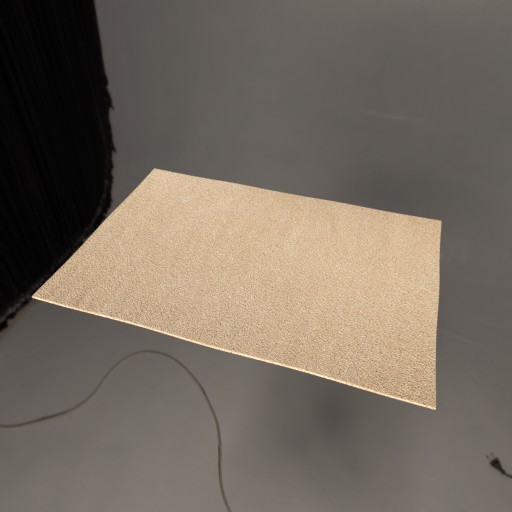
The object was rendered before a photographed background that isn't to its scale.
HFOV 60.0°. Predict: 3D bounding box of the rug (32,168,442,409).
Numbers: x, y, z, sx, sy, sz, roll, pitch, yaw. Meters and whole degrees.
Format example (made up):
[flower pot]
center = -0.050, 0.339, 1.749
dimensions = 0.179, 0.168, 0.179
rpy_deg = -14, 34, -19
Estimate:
[rug]
center = 0.000, 0.000, 3.418
dimensions = 2.699, 0.025, 1.800
rpy_deg = 12, 43, 13
